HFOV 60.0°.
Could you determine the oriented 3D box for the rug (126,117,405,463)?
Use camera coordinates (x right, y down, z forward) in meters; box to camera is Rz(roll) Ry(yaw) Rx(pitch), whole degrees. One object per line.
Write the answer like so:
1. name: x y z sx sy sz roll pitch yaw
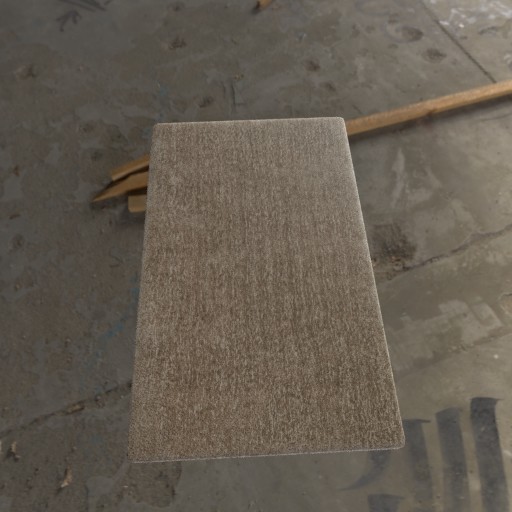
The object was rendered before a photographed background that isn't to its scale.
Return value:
1. rug: 0.000 0.000 2.995 1.539 0.024 2.469 -2 62 -1
